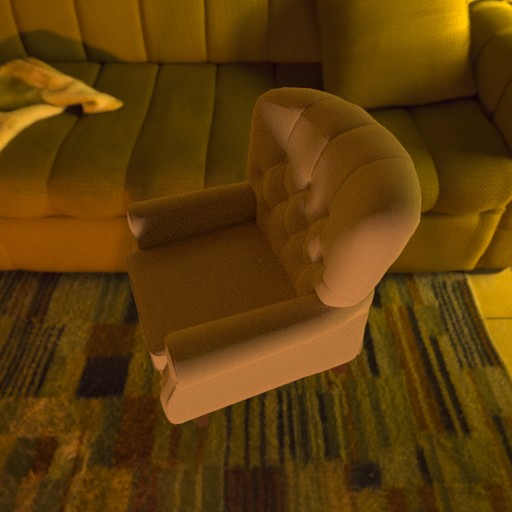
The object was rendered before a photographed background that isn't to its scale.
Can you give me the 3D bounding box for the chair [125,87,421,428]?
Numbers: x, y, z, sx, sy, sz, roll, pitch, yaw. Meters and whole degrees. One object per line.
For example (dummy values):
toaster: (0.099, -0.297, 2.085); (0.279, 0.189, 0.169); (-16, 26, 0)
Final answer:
chair: (0.000, 0.000, 2.007); (1.132, 1.169, 1.035); (-16, 48, -15)
